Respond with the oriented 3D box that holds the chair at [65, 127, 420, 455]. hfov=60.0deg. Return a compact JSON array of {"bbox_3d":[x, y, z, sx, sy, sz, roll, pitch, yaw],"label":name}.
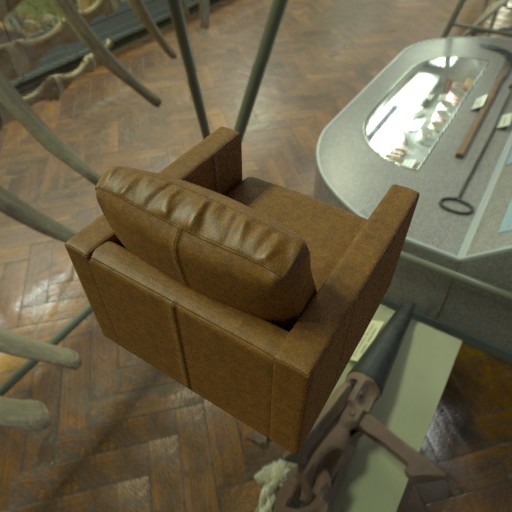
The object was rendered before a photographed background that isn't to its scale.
[{"bbox_3d":[0.000,0.000,1.667,0.890,0.956,0.909,24,50,22],"label":"chair"}]
